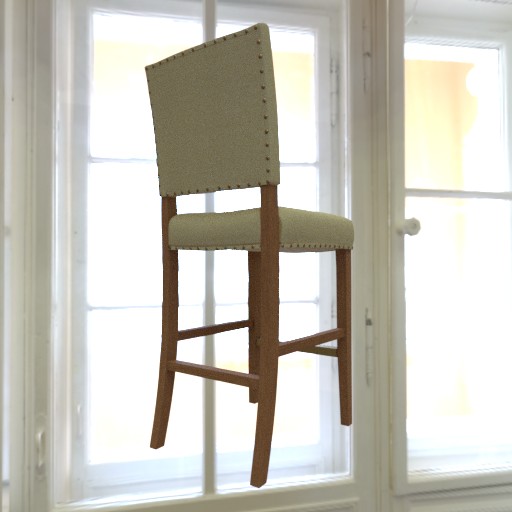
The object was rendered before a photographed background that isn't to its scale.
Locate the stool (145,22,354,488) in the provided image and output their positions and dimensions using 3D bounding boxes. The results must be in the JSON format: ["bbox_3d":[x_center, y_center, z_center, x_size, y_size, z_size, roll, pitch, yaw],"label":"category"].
[{"bbox_3d":[0.000,0.000,1.442,0.445,1.168,0.584,0,0,36],"label":"stool"}]
